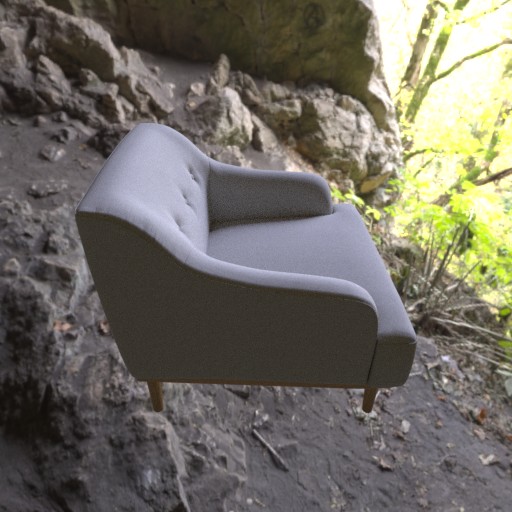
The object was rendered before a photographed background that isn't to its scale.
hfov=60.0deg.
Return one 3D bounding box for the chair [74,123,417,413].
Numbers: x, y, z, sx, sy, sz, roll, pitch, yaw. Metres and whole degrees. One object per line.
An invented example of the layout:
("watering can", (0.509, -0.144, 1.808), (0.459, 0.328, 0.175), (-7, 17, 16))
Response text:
("chair", (0.000, 0.000, 1.656), (0.951, 0.818, 0.946), (-1, 33, -1))
